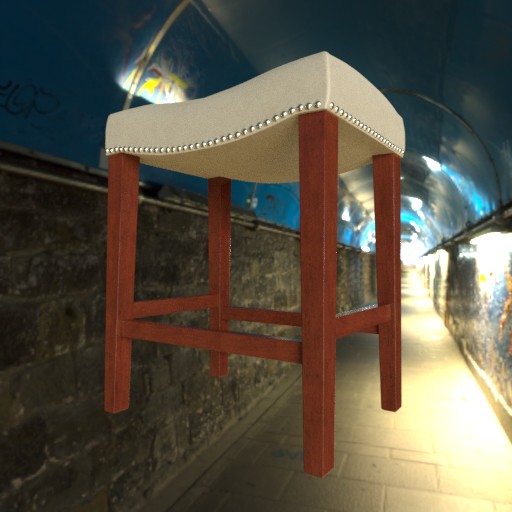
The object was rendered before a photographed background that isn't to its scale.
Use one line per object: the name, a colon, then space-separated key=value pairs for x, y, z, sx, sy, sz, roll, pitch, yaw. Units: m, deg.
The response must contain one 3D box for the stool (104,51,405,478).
stool: x=0.000 y=0.000 z=0.913 sx=0.509 sy=0.632 sz=0.375 roll=0 pitch=-1 yaw=35
